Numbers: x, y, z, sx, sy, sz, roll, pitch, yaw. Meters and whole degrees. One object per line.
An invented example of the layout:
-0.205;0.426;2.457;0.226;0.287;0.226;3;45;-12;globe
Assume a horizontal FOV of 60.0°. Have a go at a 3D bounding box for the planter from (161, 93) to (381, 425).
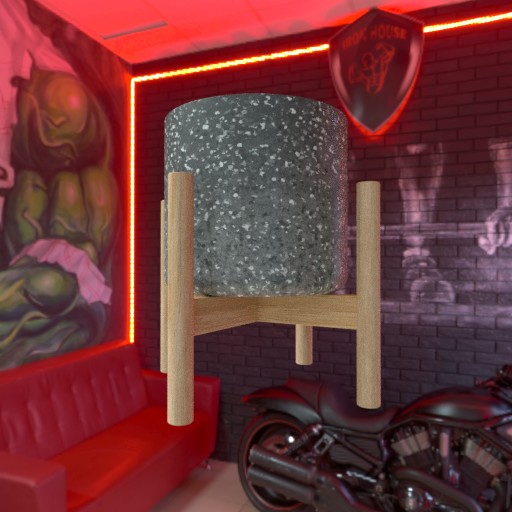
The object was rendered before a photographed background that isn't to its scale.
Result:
0.000;0.000;0.548;0.284;0.320;0.284;0;-1;-36;planter
